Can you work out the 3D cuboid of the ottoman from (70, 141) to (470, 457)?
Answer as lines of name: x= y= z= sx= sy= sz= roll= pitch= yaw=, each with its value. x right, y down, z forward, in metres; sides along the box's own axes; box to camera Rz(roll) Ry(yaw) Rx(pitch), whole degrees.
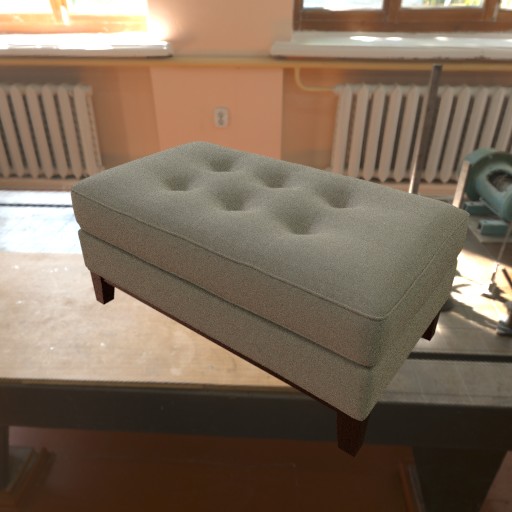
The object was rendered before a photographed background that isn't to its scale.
ottoman: x=0.000 y=0.000 z=1.483 sx=1.143 sy=0.508 sz=0.648 roll=22 pitch=37 yaw=32
